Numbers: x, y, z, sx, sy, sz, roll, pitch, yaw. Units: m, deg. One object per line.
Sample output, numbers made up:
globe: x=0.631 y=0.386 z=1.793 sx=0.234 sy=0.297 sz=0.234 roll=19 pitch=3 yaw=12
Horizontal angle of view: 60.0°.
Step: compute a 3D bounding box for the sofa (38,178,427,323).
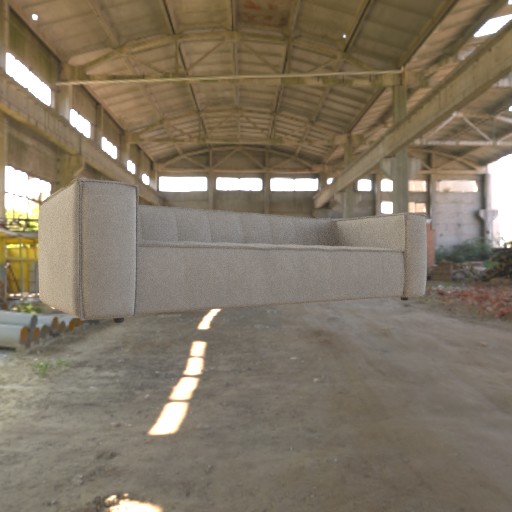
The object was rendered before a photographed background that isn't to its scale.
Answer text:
sofa: x=0.000 y=0.000 z=3.144 sx=2.697 sy=0.680 sz=1.038 roll=1 pitch=-1 yaw=-35
